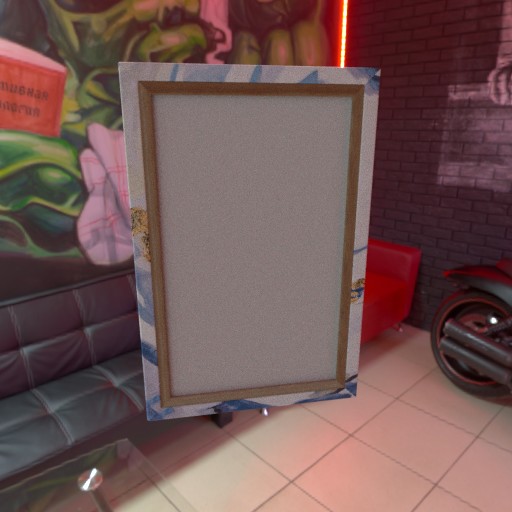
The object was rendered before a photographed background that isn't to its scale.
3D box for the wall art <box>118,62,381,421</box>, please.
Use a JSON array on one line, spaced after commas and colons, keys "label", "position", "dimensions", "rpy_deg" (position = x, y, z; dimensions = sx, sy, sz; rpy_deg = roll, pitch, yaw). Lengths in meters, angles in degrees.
[{"label": "wall art", "position": [0.000, 0.000, 1.149], "dimensions": [0.610, 0.914, 0.016], "rpy_deg": [-3, 17, -10]}]
